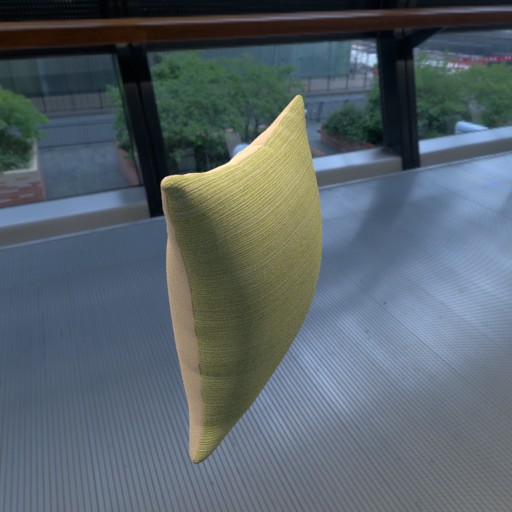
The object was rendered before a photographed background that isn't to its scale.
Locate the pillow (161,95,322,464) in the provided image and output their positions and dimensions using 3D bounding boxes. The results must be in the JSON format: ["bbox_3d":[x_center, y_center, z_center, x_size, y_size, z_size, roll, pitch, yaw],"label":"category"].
[{"bbox_3d":[0.000,0.000,0.817,0.229,0.487,0.560,10,31,18],"label":"pillow"}]
